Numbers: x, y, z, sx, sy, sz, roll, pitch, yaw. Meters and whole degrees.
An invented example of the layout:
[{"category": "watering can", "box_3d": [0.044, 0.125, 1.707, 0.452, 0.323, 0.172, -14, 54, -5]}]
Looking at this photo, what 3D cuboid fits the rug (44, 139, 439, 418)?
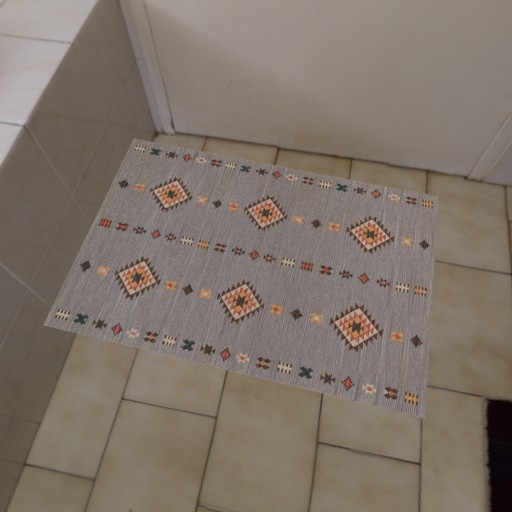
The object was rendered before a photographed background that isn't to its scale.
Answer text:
[{"category": "rug", "box_3d": [0.000, 0.000, 2.317, 1.818, 0.005, 1.217, 12, 63, 6]}]
